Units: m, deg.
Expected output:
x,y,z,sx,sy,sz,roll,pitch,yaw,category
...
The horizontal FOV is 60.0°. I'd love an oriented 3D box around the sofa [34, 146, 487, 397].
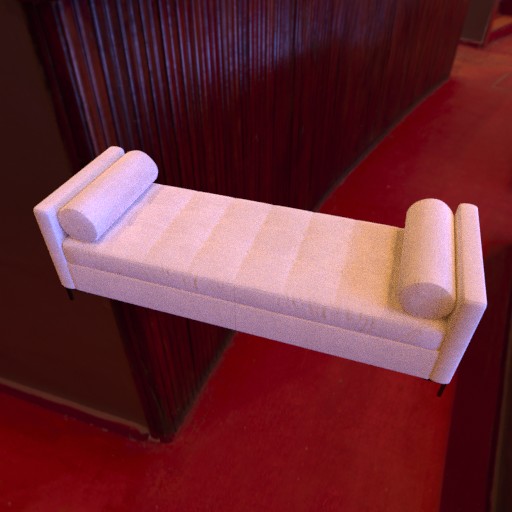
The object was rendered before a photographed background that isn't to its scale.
x,y,z,sx,sy,sz,roll,pitch,yaw,category
0.000,0.000,2.268,1.981,0.635,0.686,12,42,14,sofa
